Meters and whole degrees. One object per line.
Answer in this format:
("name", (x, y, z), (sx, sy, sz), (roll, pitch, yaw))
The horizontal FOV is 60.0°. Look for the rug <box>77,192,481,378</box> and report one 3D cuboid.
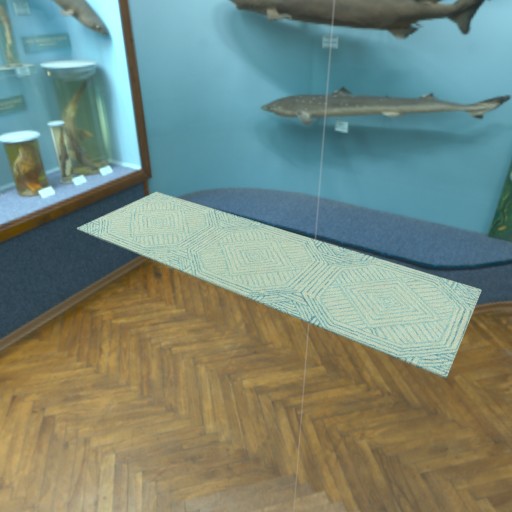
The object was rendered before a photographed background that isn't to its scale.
("rug", (0.000, 0.000, 2.732), (2.452, 0.012, 0.775), (19, 36, 28))
